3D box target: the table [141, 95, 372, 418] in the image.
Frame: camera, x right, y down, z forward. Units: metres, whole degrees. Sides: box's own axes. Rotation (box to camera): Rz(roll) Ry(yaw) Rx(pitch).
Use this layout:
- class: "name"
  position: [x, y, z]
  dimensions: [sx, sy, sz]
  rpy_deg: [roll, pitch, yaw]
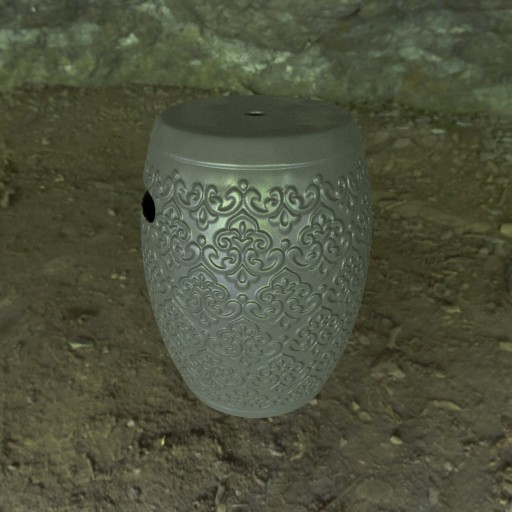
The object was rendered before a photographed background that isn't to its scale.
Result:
- class: "table"
  position: [0.000, 0.000, 0.626]
  dimensions: [0.309, 0.397, 0.309]
  rpy_deg: [0, 30, 0]
